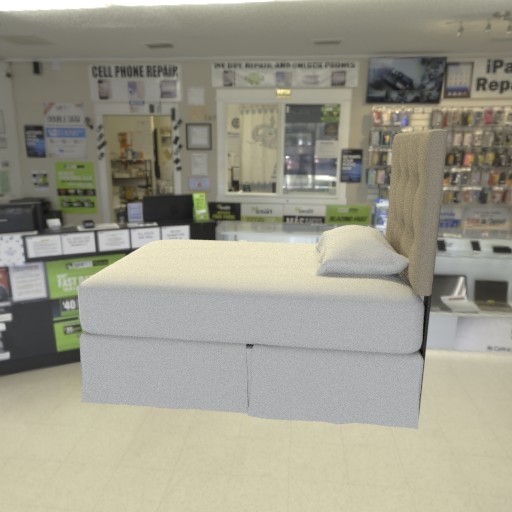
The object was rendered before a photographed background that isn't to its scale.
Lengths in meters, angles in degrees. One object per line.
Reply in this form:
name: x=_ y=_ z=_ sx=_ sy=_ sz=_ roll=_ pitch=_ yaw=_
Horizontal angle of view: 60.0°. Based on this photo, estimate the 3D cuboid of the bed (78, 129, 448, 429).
bed: x=0.000 y=0.000 z=2.912 sx=1.997 sy=1.571 sz=1.261 roll=2 pitch=15 yaw=8
